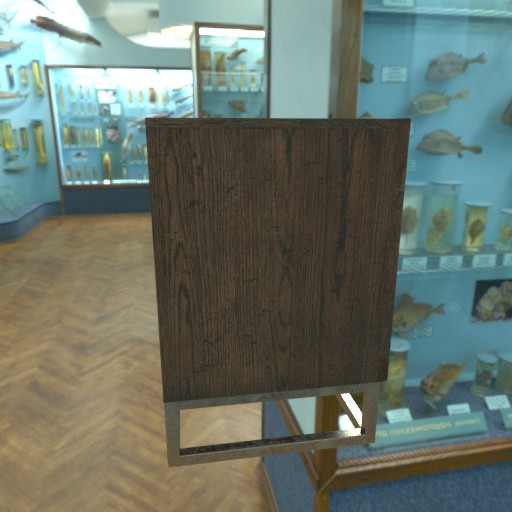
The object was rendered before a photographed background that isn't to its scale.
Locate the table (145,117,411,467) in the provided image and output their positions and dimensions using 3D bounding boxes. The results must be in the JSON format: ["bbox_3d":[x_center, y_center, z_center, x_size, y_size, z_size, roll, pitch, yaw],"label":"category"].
[{"bbox_3d":[0.000,0.000,1.286,0.542,0.746,0.767,-3,16,-9],"label":"table"}]
